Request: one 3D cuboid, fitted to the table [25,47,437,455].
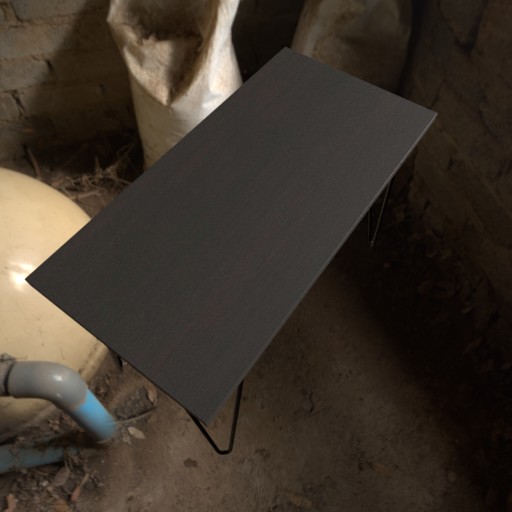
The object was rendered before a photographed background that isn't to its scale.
[{"bbox_3d":[0.000,0.000,1.356,0.499,0.660,0.991,32,64,18],"label":"table"}]
